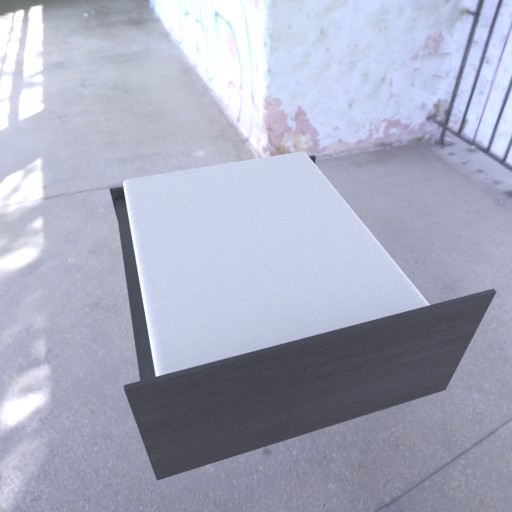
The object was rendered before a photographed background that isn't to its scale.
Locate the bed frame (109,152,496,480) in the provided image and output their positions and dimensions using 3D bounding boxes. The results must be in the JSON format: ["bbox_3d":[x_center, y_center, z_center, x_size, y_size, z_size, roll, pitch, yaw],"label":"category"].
[{"bbox_3d":[0.000,0.000,2.750,1.622,0.800,1.960,-12,43,-13],"label":"bed frame"}]
